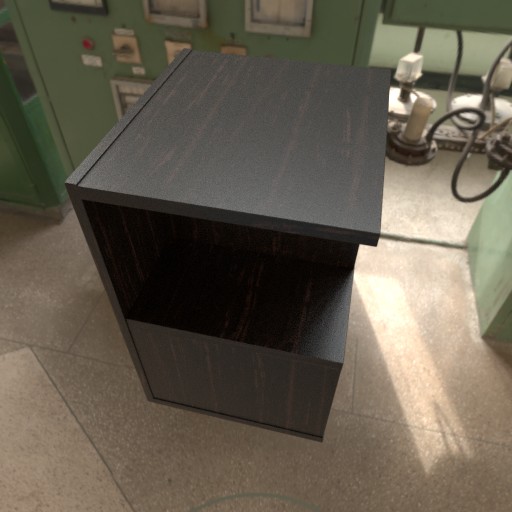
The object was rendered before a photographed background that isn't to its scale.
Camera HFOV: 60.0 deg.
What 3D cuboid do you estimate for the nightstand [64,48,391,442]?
[{"bbox_3d":[0.000,0.000,0.813,0.356,0.559,0.400,10,47,9],"label":"nightstand"}]
